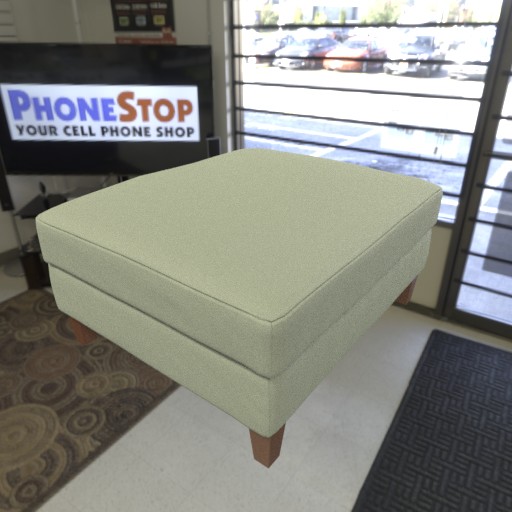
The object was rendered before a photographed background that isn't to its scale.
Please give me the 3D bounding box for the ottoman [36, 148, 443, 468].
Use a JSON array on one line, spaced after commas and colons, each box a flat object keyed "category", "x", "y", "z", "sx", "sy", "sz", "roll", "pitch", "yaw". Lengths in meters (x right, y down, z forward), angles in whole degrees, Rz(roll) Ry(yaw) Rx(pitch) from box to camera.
[{"category": "ottoman", "x": 0.000, "y": 0.000, "z": 1.424, "sx": 0.842, "sy": 0.494, "sz": 0.991, "roll": 19, "pitch": 33, "yaw": 33}]
